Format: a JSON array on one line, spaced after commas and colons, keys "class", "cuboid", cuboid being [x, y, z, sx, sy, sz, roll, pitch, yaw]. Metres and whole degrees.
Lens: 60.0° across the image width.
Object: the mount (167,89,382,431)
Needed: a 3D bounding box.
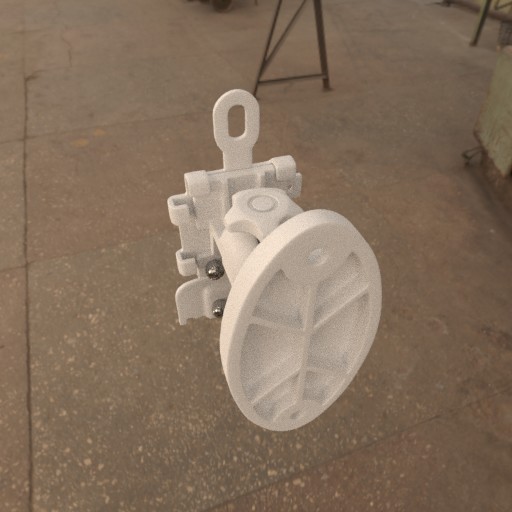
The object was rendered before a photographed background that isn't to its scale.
[{"class": "mount", "cuboid": [0.000, 0.000, 0.178, 0.066, 0.118, 0.100, -13, 44, -14]}]
